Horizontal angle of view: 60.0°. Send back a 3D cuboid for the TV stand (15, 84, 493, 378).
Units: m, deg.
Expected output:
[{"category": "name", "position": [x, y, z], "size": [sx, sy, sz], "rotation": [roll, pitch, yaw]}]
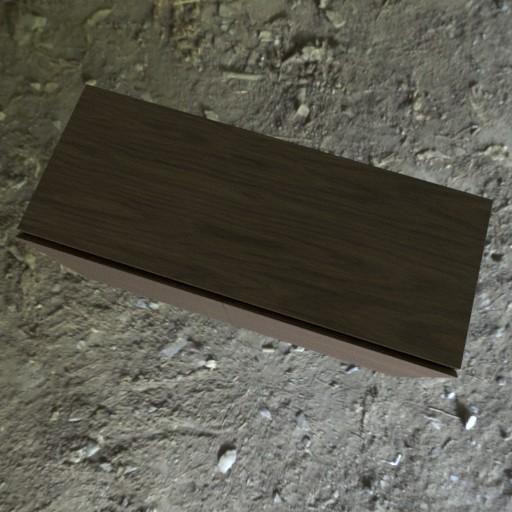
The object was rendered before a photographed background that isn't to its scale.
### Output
[{"category": "TV stand", "position": [0.000, 0.000, 1.301], "size": [0.990, 0.660, 0.405], "rotation": [17, 76, 4]}]
